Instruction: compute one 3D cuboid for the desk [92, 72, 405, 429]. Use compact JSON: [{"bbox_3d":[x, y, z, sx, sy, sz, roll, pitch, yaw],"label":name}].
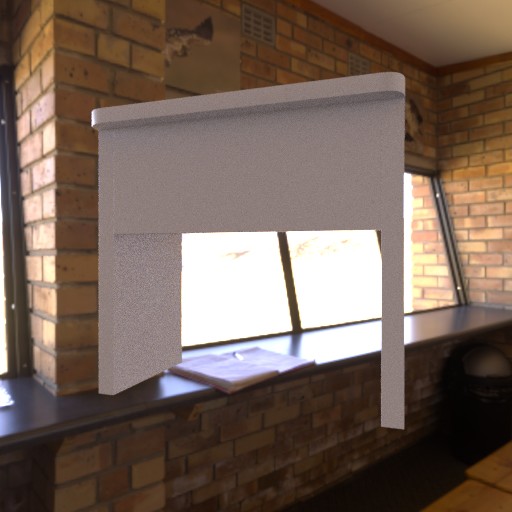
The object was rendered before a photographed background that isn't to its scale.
[{"bbox_3d":[0.000,0.000,1.240,0.790,0.760,0.446,0,0,18],"label":"desk"}]
